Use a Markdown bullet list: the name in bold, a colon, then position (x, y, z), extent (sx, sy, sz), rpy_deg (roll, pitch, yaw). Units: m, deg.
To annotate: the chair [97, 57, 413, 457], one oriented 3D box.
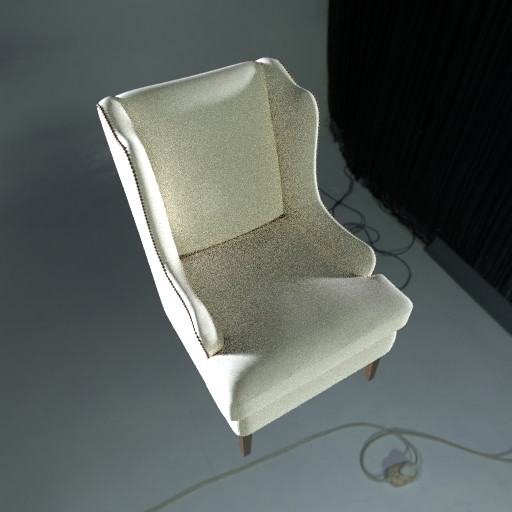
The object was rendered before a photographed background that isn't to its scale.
- **chair**: position (0.000, 0.000, 1.633), extent (0.737, 1.029, 0.940), rpy_deg (-23, 51, -21)
